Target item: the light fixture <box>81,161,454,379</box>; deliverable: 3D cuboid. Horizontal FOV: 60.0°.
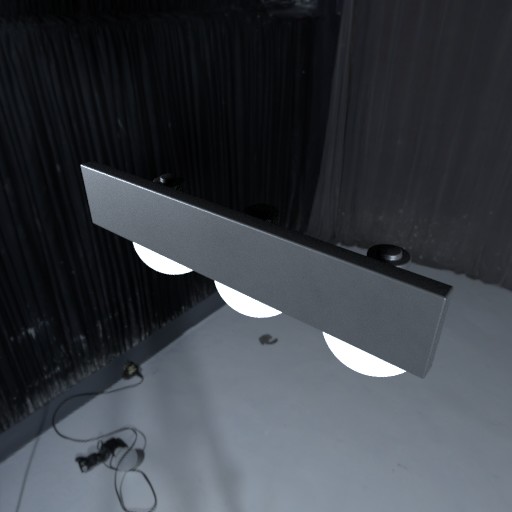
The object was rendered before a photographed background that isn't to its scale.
[{"bbox_3d":[0.000,0.000,0.837,0.721,0.263,0.218,22,38,32],"label":"light fixture"}]
